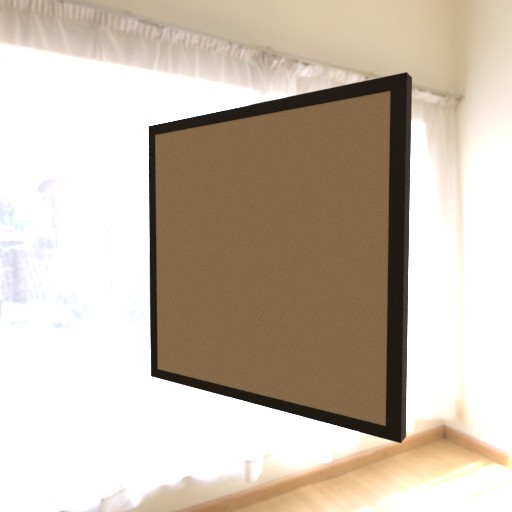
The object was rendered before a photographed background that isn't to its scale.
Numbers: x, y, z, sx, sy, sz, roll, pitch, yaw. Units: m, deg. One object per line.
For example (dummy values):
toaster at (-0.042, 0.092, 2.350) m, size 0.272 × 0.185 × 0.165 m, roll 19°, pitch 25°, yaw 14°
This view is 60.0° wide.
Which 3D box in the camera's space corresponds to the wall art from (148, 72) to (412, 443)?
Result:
wall art at (0.000, 0.000, 0.456) m, size 0.306 × 0.304 × 0.015 m, roll 2°, pitch 3°, yaw 35°
